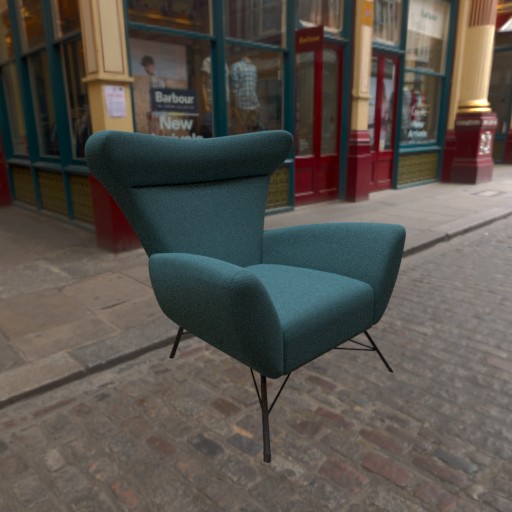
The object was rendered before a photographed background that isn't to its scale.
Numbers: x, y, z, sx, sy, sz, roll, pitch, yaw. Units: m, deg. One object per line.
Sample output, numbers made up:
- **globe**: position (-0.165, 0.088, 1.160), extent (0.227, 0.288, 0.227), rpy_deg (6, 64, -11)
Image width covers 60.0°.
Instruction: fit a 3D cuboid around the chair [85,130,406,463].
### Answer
- **chair**: position (0.000, 0.000, 1.788), extent (1.050, 0.980, 0.900), rpy_deg (-15, 22, -43)
